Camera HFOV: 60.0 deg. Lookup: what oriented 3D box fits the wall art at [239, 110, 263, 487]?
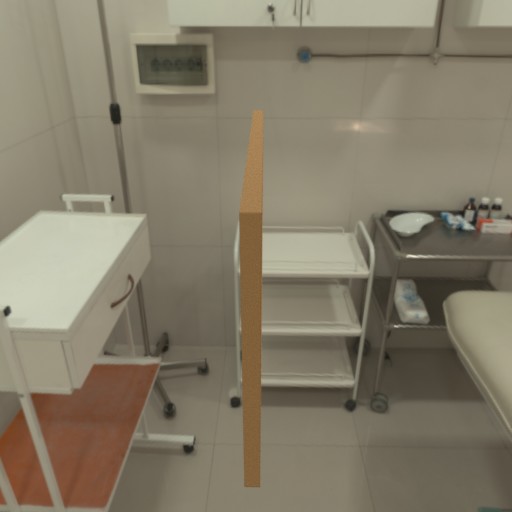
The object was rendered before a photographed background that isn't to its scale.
[{"bbox_3d":[0.000,0.000,1.187,0.033,0.608,0.915,0,27,1],"label":"wall art"}]
